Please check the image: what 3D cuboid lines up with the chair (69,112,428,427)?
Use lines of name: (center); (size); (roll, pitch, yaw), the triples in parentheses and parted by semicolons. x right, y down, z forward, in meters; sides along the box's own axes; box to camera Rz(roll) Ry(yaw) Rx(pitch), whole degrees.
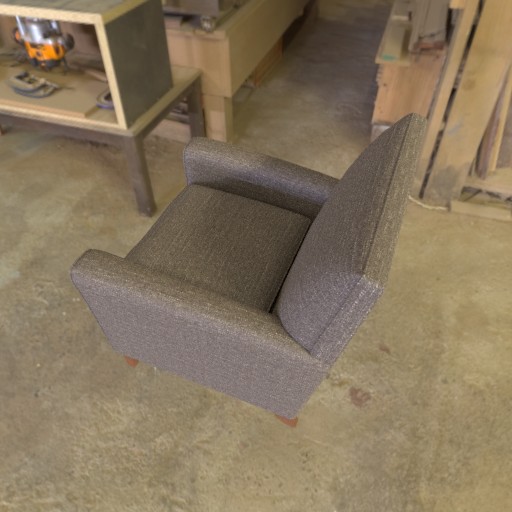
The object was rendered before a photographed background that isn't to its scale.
chair: (0.000, 0.000, 1.574); (0.875, 0.885, 0.838); (16, 48, 15)
